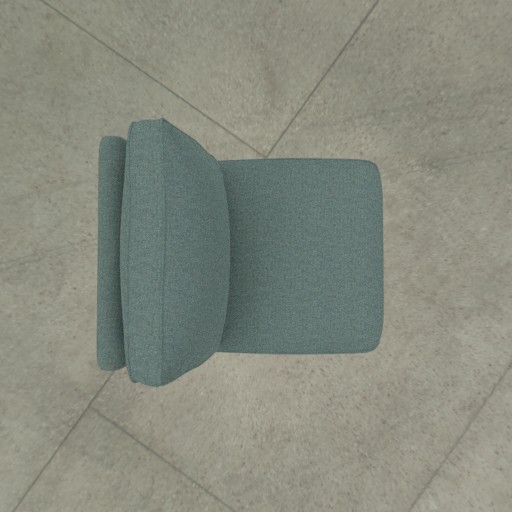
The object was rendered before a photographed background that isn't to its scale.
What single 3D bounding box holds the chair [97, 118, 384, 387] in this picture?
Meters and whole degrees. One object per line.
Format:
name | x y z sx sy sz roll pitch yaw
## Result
chair | 0.000 0.000 1.427 0.796 0.901 0.624 0 88 0
